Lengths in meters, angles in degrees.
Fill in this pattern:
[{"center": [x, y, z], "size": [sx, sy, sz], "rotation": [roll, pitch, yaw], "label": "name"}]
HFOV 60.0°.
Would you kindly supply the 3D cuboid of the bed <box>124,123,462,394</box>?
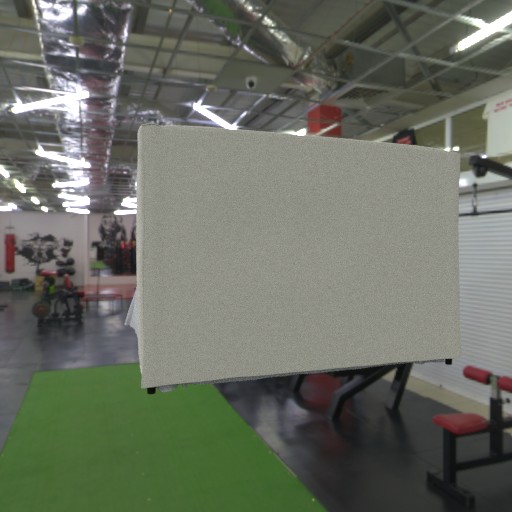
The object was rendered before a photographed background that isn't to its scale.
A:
[{"center": [0.000, 0.000, 3.476], "size": [1.925, 1.332, 2.276], "rotation": [0, 1, -18], "label": "bed"}]
